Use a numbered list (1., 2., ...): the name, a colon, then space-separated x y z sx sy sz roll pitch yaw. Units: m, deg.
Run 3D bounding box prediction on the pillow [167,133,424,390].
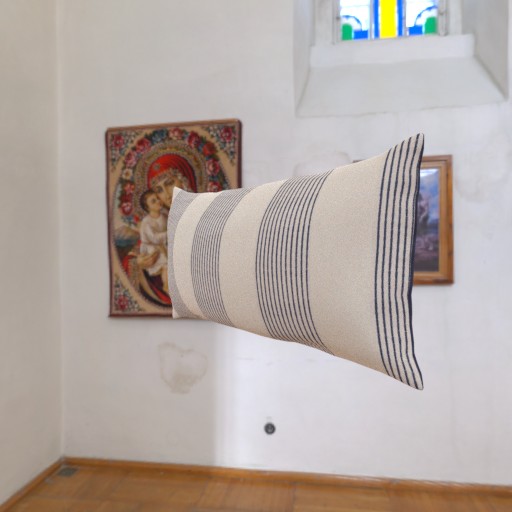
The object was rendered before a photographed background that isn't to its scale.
1. pillow: 0.000 0.000 0.721 0.151 0.287 0.610 -1 2 -36
